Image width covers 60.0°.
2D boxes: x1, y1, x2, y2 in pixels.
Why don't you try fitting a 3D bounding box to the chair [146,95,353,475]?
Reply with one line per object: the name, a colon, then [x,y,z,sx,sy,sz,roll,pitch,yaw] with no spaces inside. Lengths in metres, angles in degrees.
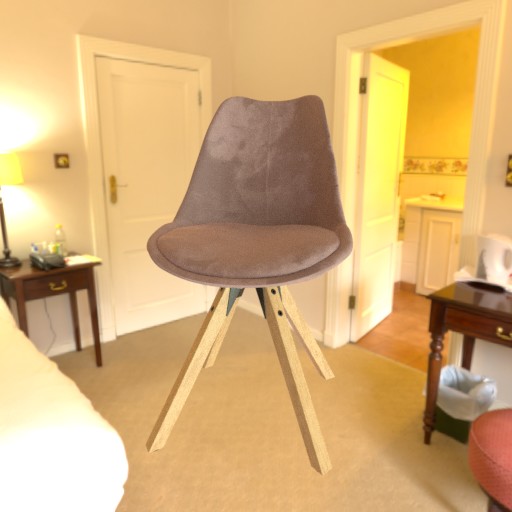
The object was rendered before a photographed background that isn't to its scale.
chair: [0.000,0.000,1.156,0.485,0.850,0.550,2,13,10]
